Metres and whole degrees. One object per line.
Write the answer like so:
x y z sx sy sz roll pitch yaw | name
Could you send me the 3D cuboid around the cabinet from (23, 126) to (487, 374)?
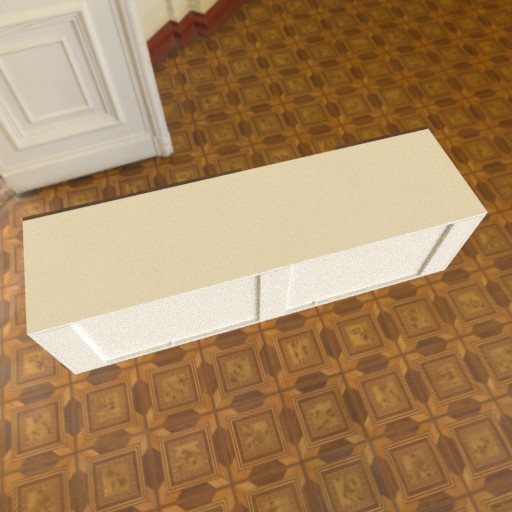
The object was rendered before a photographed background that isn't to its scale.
0.000 0.000 1.714 1.499 0.533 0.431 -15 60 -9 | cabinet
